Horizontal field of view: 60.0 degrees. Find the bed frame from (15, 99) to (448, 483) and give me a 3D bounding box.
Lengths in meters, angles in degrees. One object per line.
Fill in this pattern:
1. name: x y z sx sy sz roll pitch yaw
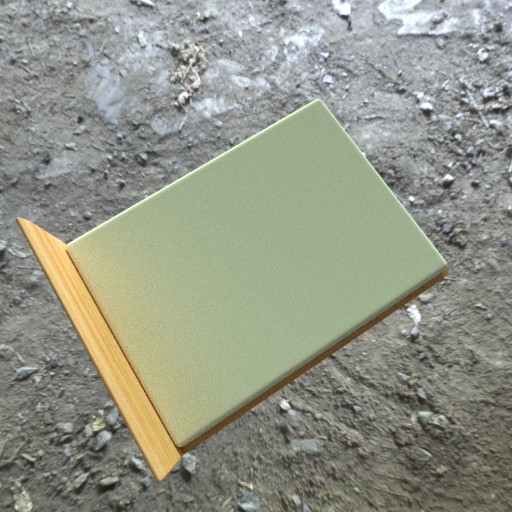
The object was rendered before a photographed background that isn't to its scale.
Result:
1. bed frame: 0.000 0.000 2.702 1.992 0.940 1.472 -32 78 -8
